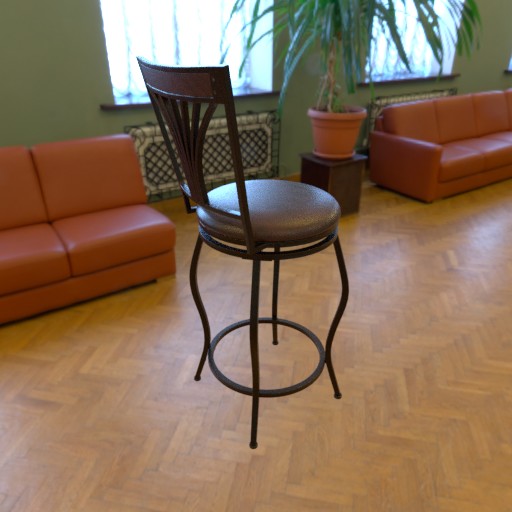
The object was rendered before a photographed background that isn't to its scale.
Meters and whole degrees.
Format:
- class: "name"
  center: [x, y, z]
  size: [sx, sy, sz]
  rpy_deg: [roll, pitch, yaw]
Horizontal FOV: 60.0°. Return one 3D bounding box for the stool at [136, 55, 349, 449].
- class: "stool"
  center: [0.000, 0.000, 1.356]
  size: [0.514, 1.117, 0.433]
  rpy_deg: [-18, 32, -31]
